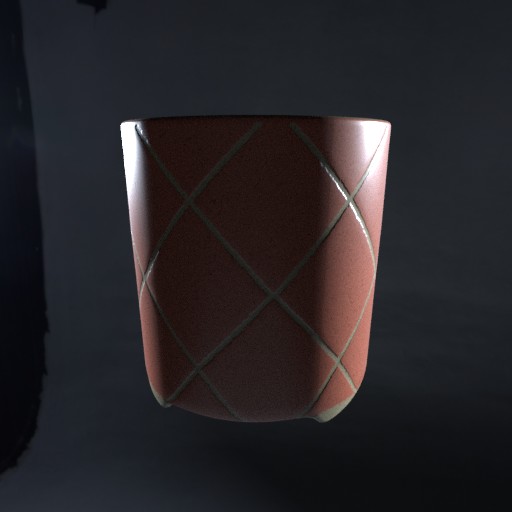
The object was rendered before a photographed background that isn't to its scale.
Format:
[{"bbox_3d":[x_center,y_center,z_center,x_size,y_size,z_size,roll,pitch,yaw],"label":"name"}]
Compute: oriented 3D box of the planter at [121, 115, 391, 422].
[{"bbox_3d":[0.000,0.000,0.349,0.191,0.200,0.191,0,14,0],"label":"planter"}]
